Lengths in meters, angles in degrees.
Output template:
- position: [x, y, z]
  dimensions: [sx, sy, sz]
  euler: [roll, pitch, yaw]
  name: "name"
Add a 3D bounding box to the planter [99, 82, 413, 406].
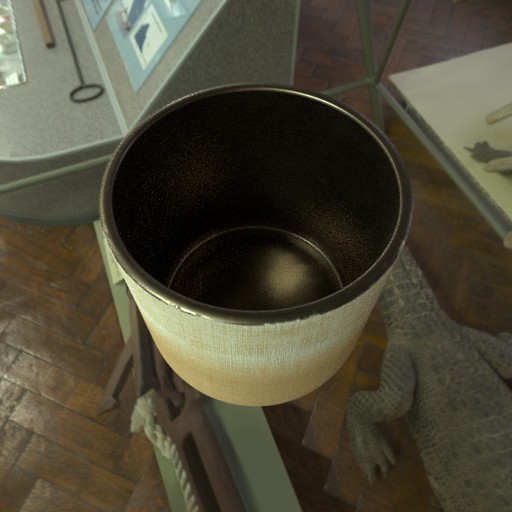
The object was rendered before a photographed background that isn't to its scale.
- position: [0.000, 0.000, 0.393]
  dimensions: [0.221, 0.201, 0.221]
  euler: [0, 58, 0]
  name: "planter"
